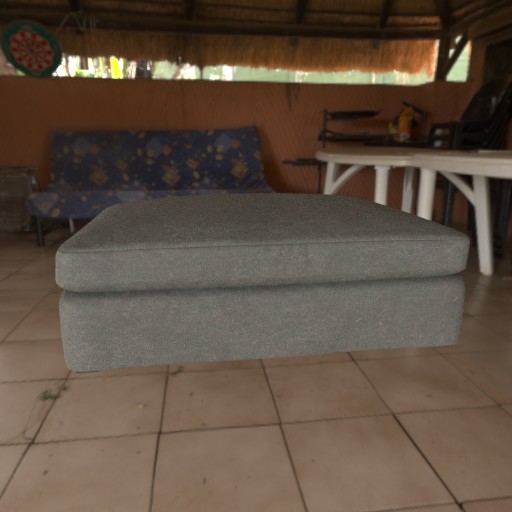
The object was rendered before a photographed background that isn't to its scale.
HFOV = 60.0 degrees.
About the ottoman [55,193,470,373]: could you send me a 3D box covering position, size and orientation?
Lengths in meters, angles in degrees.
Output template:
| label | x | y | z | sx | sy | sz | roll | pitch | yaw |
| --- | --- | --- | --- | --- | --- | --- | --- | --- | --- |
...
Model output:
| label | x | y | z | sx | sy | sz | roll | pitch | yaw |
| --- | --- | --- | --- | --- | --- | --- | --- | --- | --- |
| ottoman | 0.000 | 0.000 | 1.623 | 1.199 | 0.429 | 0.840 | -2 | 15 | -8 |
